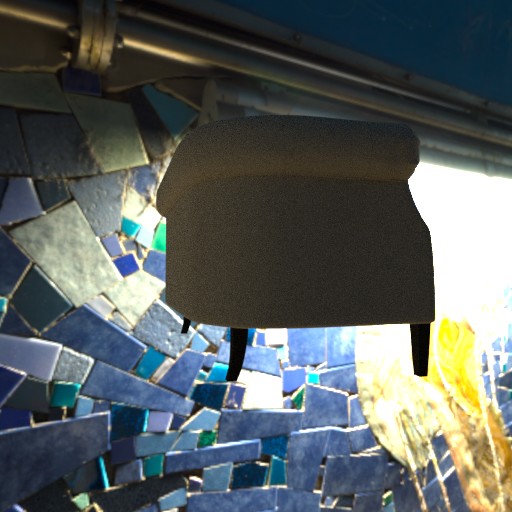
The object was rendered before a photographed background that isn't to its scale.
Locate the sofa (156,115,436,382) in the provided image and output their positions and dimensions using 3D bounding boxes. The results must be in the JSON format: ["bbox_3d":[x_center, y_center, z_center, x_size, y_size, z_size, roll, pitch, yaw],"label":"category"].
[{"bbox_3d":[0.000,0.000,2.013,0.835,0.827,1.558,1,-2,-17],"label":"sofa"}]
